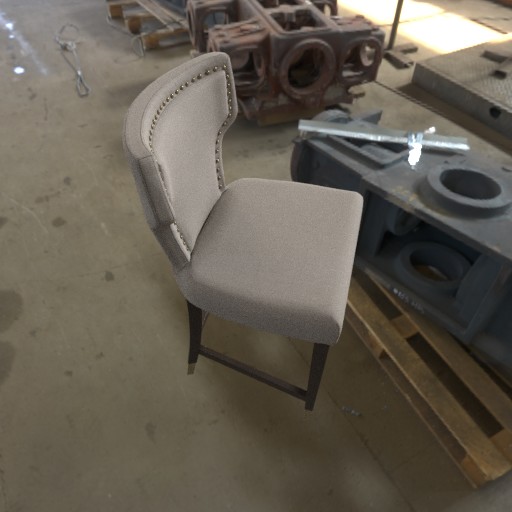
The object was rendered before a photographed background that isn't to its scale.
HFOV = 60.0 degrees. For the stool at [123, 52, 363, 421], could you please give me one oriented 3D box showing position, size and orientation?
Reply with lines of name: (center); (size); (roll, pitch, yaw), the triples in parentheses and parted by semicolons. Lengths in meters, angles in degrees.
stool: (0.000, 0.000, 1.329); (0.563, 0.982, 0.527); (11, 48, 10)
